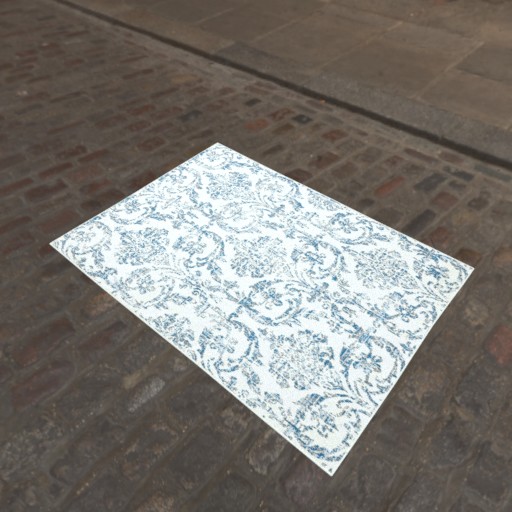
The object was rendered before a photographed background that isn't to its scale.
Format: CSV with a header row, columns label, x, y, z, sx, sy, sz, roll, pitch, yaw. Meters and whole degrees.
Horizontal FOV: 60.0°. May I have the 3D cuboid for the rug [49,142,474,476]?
label,x,y,z,sx,sy,sz,roll,pitch,yaw
rug,0.000,0.000,2.813,2.197,0.014,1.586,32,54,27
